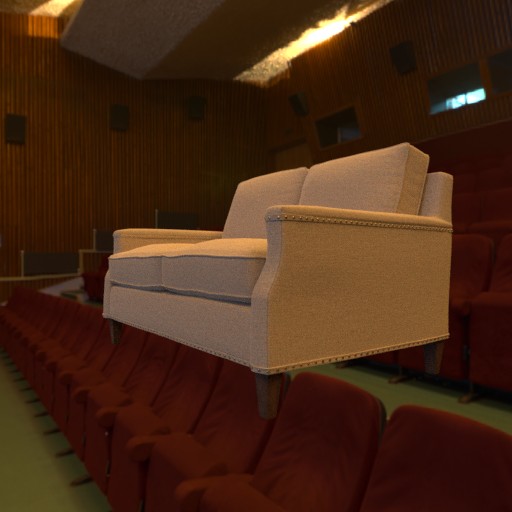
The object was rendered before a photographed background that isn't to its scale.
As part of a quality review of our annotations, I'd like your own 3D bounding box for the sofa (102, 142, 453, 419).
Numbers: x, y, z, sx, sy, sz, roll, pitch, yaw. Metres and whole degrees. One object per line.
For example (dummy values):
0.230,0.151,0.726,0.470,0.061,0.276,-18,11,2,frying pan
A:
0.000,0.000,2.243,1.084,1.003,1.597,0,0,-36,sofa
